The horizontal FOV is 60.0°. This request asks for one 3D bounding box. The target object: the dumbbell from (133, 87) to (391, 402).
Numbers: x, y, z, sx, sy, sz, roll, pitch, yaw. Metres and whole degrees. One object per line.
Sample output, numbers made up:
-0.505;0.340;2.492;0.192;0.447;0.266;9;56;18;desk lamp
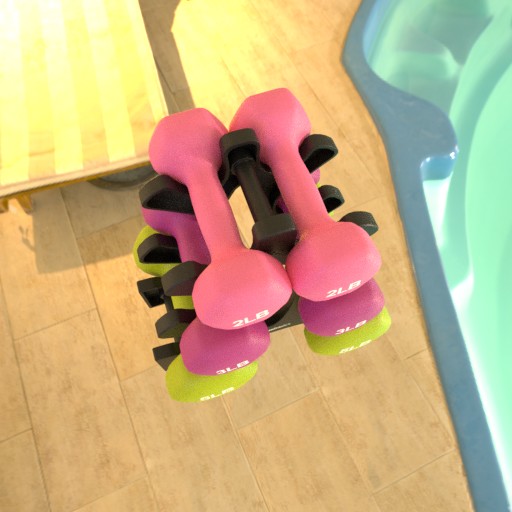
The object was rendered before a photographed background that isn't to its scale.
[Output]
0.000;0.000;0.437;0.257;0.261;0.203;-17;65;-8;dumbbell
